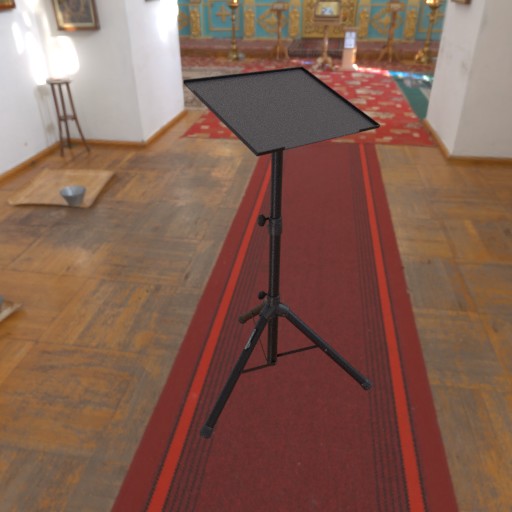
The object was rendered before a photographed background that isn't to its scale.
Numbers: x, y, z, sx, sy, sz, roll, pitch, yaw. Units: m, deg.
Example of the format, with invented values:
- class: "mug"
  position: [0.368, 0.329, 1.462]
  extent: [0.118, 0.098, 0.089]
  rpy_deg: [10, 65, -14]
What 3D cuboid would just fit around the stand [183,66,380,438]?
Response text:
- class: "stand"
  position: [0.000, 0.000, 1.595]
  extent: [0.702, 1.198, 0.702]
  rpy_deg: [-21, 36, -31]
